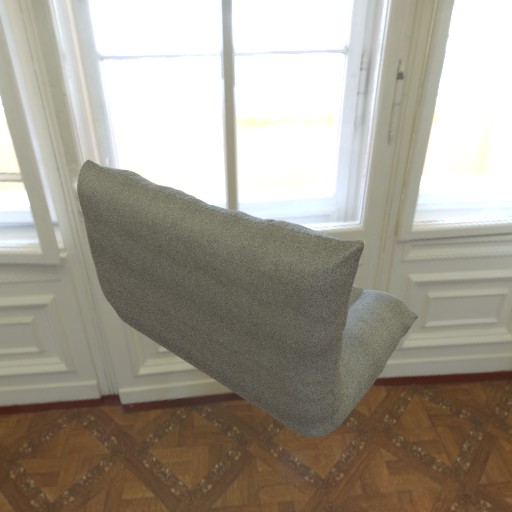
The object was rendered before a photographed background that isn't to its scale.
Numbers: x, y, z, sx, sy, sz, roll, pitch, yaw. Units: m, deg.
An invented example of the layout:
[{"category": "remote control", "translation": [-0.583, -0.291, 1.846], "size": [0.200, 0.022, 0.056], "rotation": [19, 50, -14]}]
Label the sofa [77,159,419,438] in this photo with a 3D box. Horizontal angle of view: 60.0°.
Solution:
[{"category": "sofa", "translation": [0.000, 0.000, 1.733], "size": [1.144, 0.795, 0.847], "rotation": [22, 37, 32]}]
